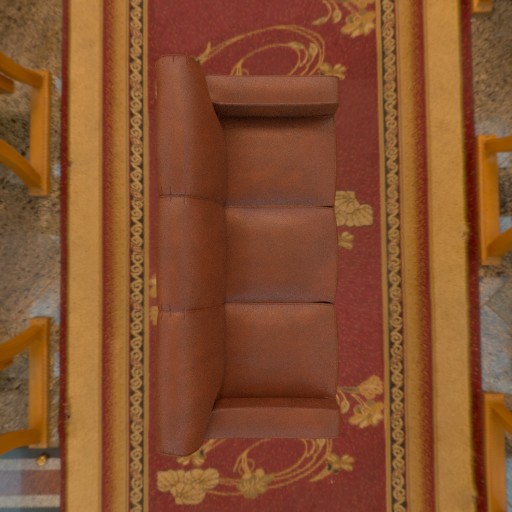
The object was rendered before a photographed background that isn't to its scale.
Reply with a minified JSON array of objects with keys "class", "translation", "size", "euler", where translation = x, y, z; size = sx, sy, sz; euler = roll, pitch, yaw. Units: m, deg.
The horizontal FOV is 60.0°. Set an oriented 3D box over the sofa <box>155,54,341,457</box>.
[{"class":"sofa","translation":[0.000,0.000,2.606],"size":[1.008,0.953,2.039],"euler":[0,89,1]}]
